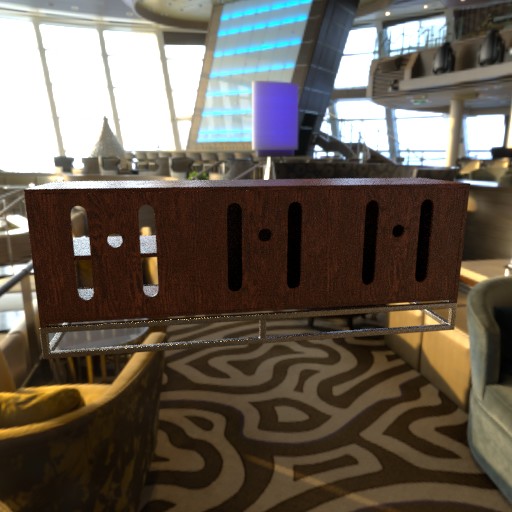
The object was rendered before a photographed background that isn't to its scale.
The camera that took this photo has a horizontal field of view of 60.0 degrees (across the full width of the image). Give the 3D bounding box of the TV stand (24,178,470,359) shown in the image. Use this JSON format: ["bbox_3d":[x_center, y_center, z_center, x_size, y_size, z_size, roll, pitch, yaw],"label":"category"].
[{"bbox_3d":[0.000,0.000,1.758,1.541,0.578,0.382,-2,13,-9],"label":"TV stand"}]
